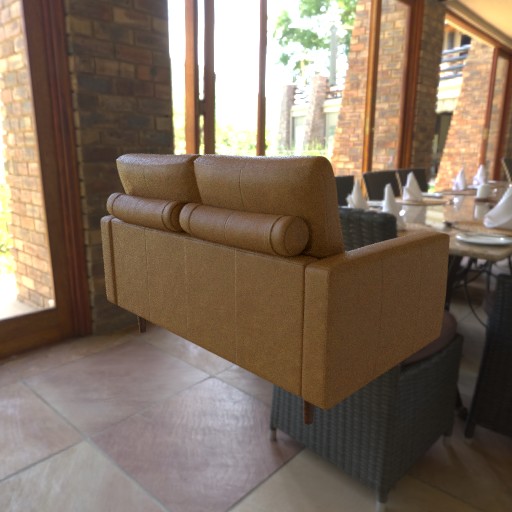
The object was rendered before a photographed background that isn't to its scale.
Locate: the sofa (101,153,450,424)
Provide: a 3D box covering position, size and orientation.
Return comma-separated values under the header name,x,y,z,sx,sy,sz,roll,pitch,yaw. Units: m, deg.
name,x,y,z,sx,sy,sz,roll,pitch,yaw
sofa,0.000,0.000,2.000,0.868,0.898,1.430,-13,18,-43
